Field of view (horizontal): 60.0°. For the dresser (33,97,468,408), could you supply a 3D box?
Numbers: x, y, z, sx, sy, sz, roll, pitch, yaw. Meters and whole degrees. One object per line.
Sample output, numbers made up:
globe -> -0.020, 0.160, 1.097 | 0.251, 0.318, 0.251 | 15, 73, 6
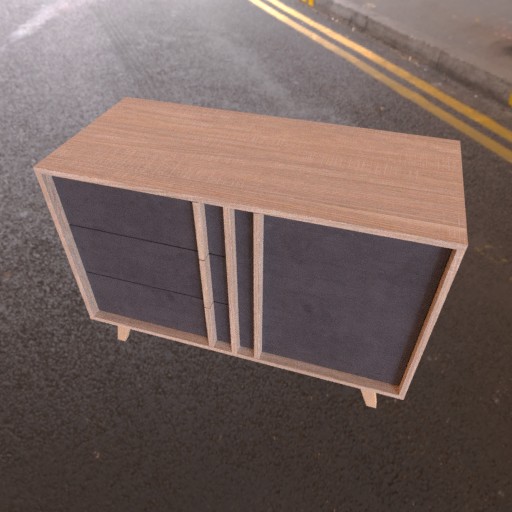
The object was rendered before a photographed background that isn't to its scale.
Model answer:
dresser -> 0.000, 0.000, 1.515 | 1.110, 0.780, 0.500 | 12, 43, 13
